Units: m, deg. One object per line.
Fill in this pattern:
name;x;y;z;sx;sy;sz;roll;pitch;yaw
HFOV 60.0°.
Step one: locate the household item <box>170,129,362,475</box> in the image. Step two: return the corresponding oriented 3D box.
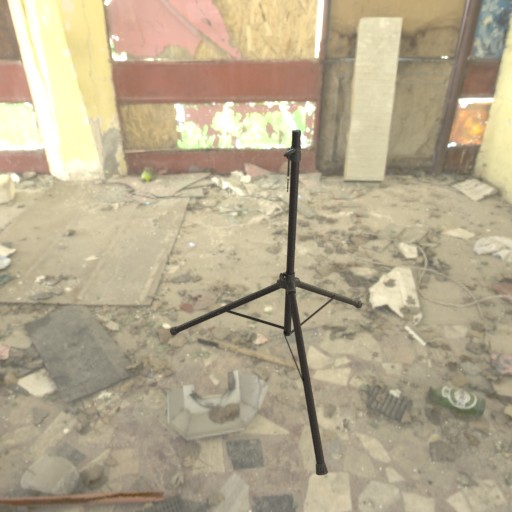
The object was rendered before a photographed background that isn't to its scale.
household item;0.000;0.000;2.755;1.339;1.595;1.596;10;32;17
